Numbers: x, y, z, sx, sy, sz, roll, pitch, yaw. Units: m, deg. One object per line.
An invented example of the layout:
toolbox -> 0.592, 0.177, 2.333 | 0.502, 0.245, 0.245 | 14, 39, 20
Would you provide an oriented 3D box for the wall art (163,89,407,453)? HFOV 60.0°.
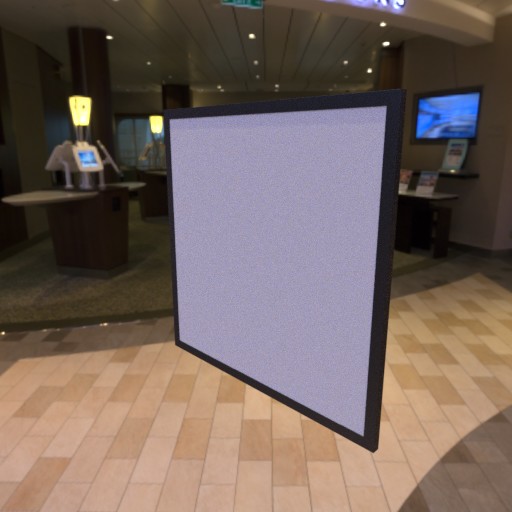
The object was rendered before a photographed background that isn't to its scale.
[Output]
wall art -> 0.000, 0.000, 1.227 | 0.022, 0.807, 0.807 | -14, 20, -43
